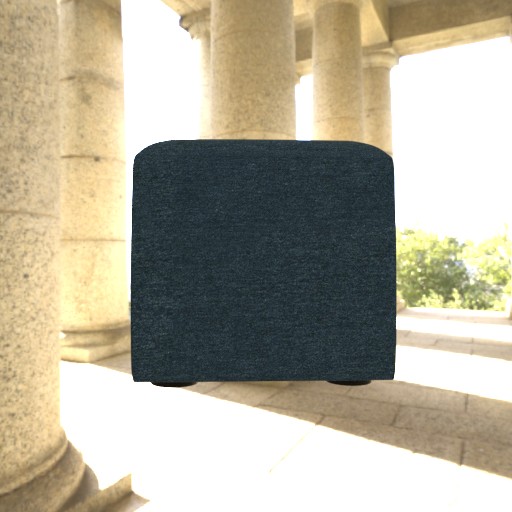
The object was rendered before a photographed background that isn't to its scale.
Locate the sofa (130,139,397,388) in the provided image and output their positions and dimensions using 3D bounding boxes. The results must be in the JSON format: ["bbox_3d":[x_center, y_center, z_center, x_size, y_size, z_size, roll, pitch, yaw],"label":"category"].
[{"bbox_3d":[0.000,0.000,1.226,0.480,0.470,0.930,0,0,-2],"label":"sofa"}]
